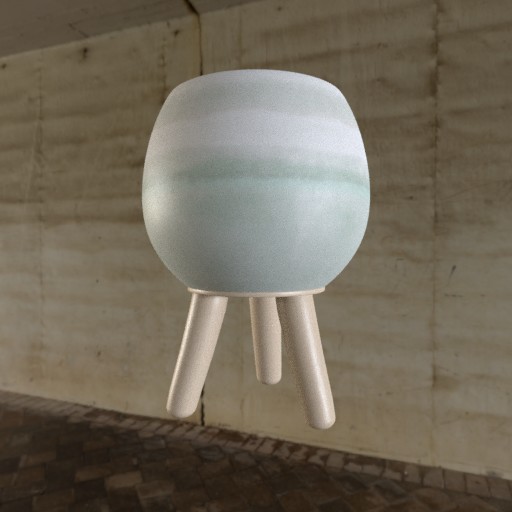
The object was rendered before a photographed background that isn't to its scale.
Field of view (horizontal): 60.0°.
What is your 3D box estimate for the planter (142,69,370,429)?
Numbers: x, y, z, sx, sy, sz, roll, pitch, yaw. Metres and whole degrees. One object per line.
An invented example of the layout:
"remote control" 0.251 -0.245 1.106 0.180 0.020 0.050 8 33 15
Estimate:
"planter" 0.000 0.000 0.325 0.161 0.224 0.161 0 2 0
